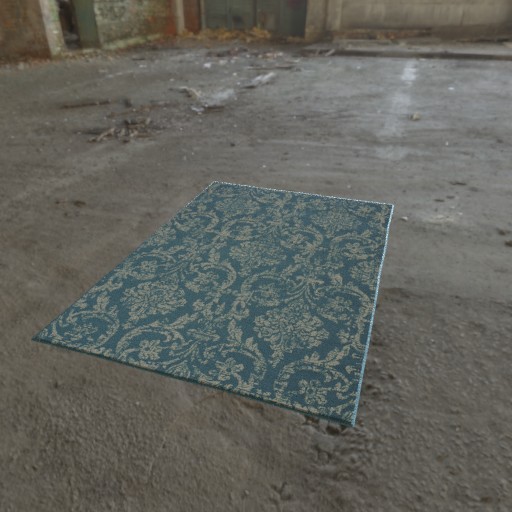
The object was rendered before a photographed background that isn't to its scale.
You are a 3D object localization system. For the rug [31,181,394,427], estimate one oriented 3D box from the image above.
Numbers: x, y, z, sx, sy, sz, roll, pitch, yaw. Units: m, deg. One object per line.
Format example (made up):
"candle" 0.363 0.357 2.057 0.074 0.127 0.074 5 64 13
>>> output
"rug" 0.000 0.000 2.825 1.554 0.012 2.205 10 32 16
